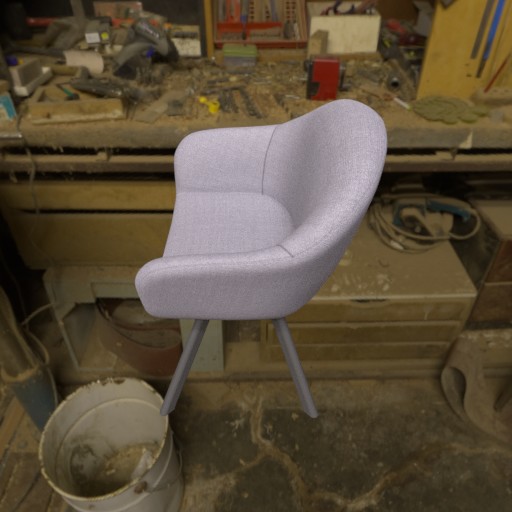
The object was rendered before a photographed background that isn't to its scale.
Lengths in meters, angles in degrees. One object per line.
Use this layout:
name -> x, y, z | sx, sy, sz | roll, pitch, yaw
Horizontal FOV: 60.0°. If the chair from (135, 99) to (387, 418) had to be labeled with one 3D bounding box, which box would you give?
chair -> 0.000, 0.000, 1.196 | 0.550, 0.795, 0.590 | 1, 41, 1
